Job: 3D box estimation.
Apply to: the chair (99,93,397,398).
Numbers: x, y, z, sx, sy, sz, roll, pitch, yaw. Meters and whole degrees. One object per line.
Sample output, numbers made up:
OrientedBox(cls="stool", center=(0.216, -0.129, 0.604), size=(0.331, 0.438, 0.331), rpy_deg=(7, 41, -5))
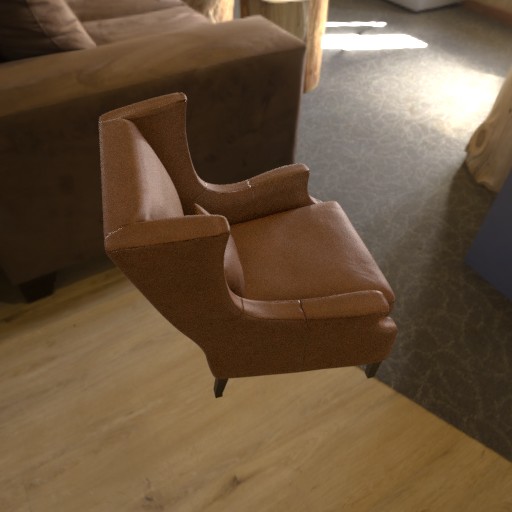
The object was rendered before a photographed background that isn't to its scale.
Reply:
OrientedBox(cls="chair", center=(0.000, 0.000, 1.699), size=(0.925, 1.016, 0.852), rpy_deg=(-11, 47, -10))
